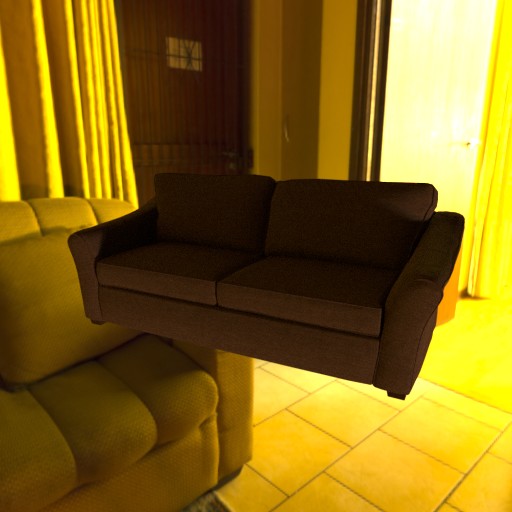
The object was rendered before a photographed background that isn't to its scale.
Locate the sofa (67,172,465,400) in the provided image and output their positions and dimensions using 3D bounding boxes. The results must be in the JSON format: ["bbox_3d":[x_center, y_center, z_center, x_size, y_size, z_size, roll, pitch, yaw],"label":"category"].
[{"bbox_3d":[0.000,0.000,2.737,2.270,0.950,0.971,7,16,26],"label":"sofa"}]
